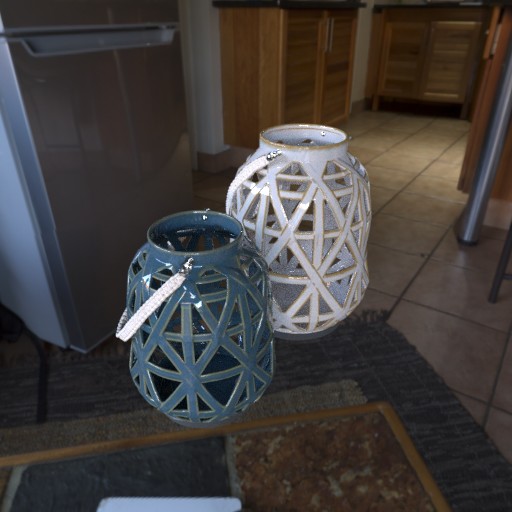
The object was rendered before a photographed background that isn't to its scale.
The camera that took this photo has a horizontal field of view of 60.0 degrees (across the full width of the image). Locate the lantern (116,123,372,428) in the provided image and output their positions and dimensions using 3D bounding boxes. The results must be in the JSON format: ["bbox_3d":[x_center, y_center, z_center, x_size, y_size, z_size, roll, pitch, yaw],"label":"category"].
[{"bbox_3d":[0.000,0.000,0.636,0.245,0.307,0.439,20,36,31],"label":"lantern"}]
